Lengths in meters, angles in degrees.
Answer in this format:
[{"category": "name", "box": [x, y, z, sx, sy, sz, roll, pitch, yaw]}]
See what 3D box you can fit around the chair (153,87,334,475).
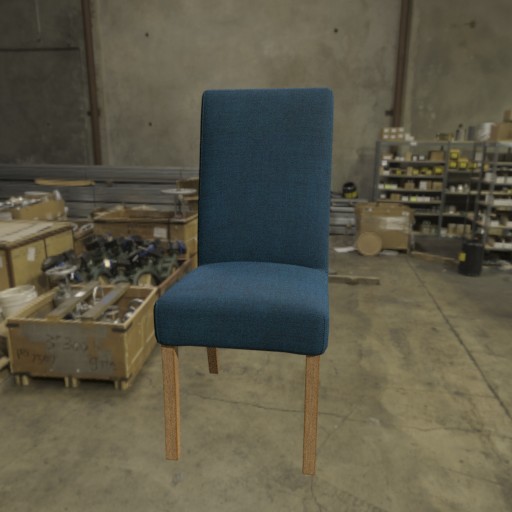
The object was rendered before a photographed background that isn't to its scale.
[{"category": "chair", "box": [0.000, 0.000, 1.361, 0.450, 1.029, 0.610, 2, 14, 8]}]
